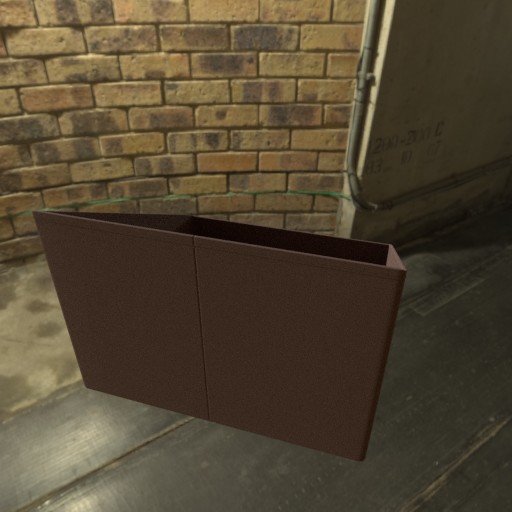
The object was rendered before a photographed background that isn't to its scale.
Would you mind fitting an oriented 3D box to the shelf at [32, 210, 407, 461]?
[{"bbox_3d":[0.000,0.000,0.492,0.292,0.210,0.292,9,34,14],"label":"shelf"}]
